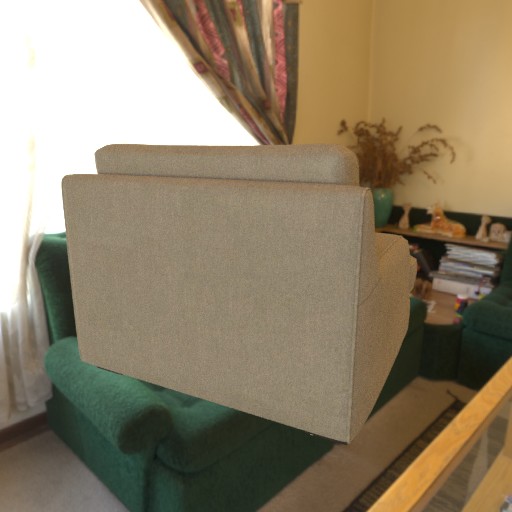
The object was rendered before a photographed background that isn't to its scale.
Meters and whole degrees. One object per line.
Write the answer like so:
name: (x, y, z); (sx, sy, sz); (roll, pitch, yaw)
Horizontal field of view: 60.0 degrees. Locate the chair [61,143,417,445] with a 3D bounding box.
chair: (0.000, 0.000, 1.974); (1.270, 0.974, 1.043); (7, 16, 27)
